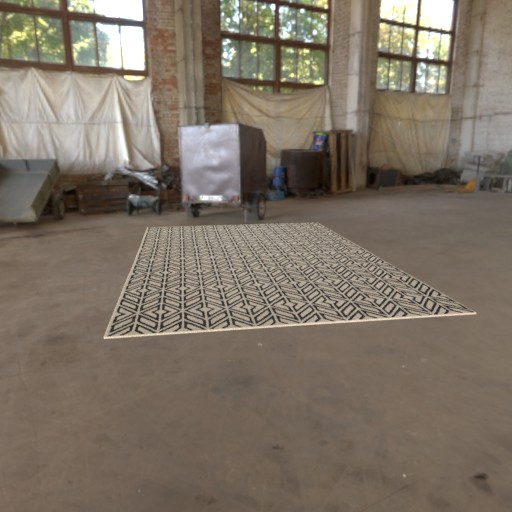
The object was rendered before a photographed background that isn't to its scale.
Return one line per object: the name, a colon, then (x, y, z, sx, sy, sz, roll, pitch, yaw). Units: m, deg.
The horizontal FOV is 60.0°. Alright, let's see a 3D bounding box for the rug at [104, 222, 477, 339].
rug: (0.000, 0.000, 2.284, 1.220, 0.007, 1.828, -2, 14, -9)
